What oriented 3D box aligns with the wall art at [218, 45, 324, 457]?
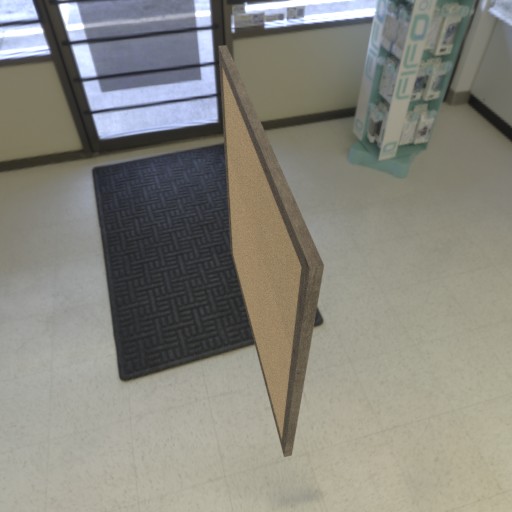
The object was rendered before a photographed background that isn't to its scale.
[{"bbox_3d":[0.000,0.000,0.688,0.013,0.457,0.457,-10,48,-9],"label":"wall art"}]
